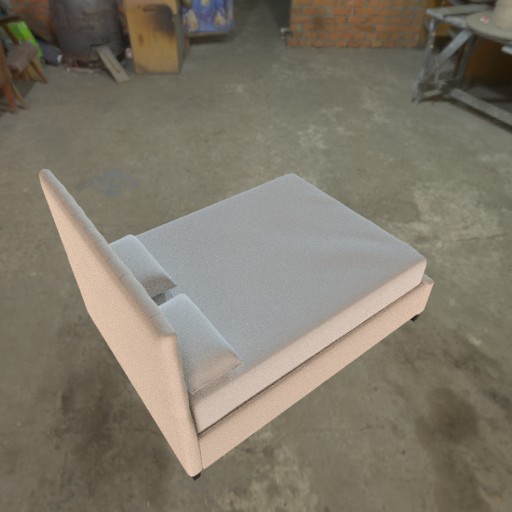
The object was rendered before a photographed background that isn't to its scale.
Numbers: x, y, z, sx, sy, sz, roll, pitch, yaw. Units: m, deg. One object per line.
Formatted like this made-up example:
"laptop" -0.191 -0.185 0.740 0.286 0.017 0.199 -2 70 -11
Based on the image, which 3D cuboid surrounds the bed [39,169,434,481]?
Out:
"bed" 0.000 0.000 3.261 2.233 1.426 1.696 -26 48 -27
